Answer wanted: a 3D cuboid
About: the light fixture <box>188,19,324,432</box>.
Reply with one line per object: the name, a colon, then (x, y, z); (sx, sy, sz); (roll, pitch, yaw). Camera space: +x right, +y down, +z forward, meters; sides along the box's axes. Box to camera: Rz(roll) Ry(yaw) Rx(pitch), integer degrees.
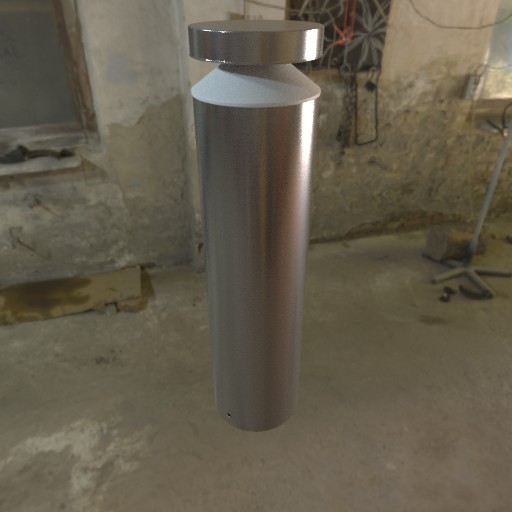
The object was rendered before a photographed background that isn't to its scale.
light fixture: (0.000, 0.000, 0.432); (0.102, 0.400, 0.102); (22, 38, 31)
